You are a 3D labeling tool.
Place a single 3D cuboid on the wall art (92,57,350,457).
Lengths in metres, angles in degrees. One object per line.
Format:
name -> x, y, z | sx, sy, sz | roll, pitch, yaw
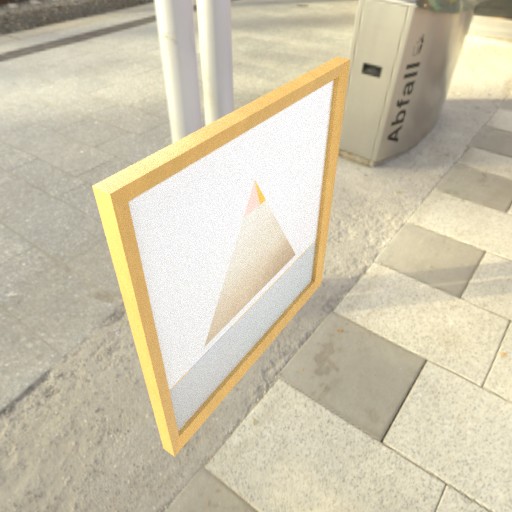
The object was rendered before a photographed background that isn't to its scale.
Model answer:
wall art -> 0.000, 0.000, 2.813 | 0.097, 1.936, 1.935 | 24, 45, 26
